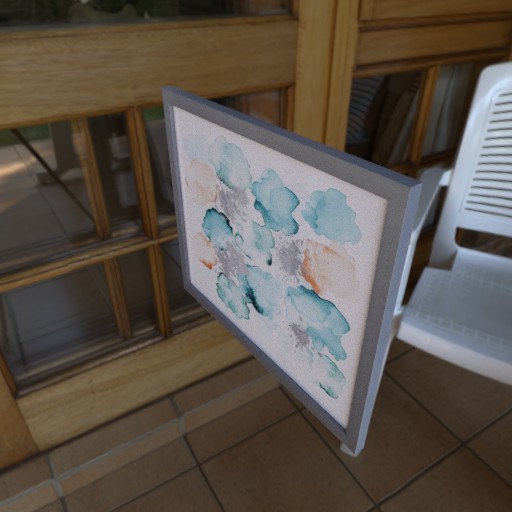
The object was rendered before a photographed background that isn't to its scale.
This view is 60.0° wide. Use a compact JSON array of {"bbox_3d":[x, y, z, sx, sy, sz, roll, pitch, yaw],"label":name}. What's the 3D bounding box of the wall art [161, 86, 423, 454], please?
[{"bbox_3d":[0.000,0.000,0.922,0.026,0.558,0.660,-23,40,-30],"label":"wall art"}]
